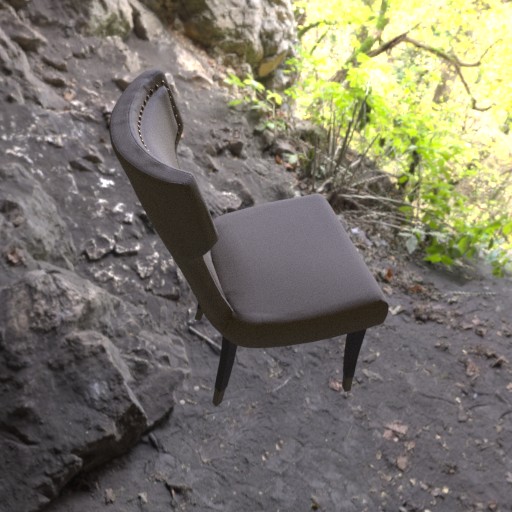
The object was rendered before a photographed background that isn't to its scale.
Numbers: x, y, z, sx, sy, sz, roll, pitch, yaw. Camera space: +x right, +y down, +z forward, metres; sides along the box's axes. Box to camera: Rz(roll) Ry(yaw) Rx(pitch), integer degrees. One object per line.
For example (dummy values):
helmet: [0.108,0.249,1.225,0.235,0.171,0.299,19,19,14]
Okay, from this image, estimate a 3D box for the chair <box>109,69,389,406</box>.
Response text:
chair: [0.000,0.000,1.298,0.630,0.955,0.526,-11,47,-11]
